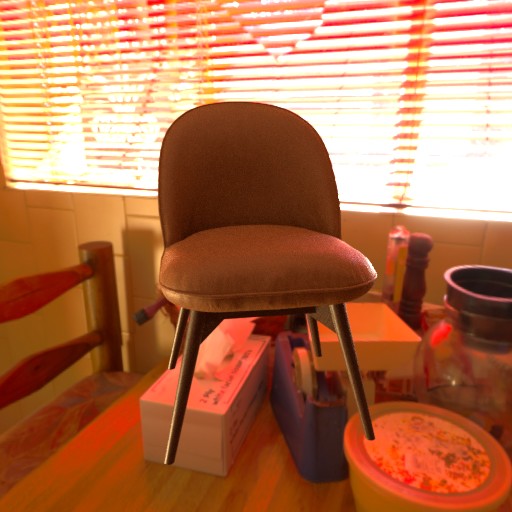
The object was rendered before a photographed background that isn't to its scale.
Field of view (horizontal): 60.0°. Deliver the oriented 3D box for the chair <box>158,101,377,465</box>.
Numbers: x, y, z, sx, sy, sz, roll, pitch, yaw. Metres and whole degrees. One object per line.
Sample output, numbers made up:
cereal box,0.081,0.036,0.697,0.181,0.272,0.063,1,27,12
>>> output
chair,0.000,0.000,1.202,0.521,0.831,0.631,-3,16,-9
